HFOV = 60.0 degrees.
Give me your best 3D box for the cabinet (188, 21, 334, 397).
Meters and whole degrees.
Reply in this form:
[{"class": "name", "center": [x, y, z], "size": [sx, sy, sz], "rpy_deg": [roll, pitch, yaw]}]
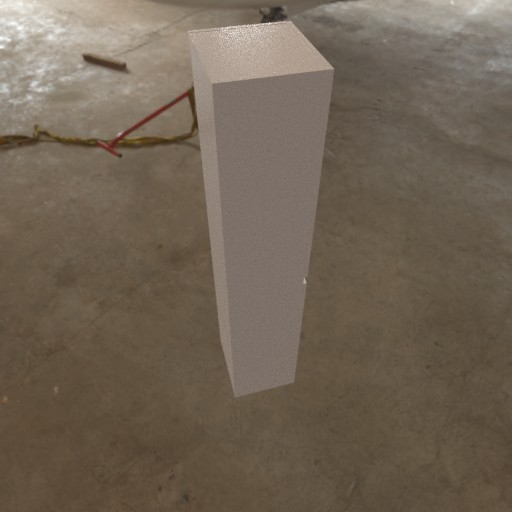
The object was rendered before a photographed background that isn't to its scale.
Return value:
[{"class": "cabinet", "center": [0.000, 0.000, 1.538], "size": [0.269, 1.400, 0.300], "rpy_deg": [-11, 47, -10]}]
